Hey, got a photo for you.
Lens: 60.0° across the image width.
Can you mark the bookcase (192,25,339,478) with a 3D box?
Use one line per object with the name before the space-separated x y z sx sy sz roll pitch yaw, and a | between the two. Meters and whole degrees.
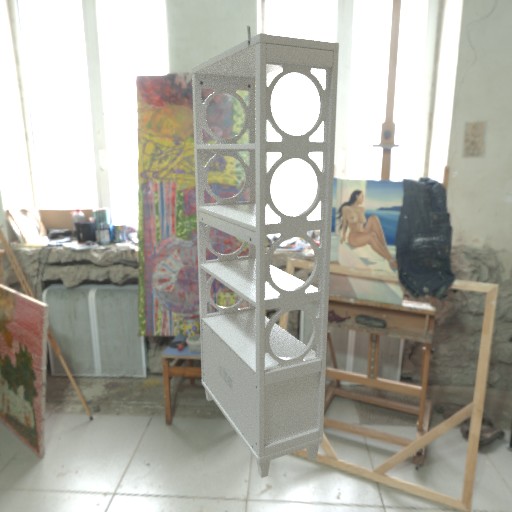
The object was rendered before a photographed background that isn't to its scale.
bookcase | 0.000 0.000 2.145 0.361 1.869 0.761 -7 15 -25
